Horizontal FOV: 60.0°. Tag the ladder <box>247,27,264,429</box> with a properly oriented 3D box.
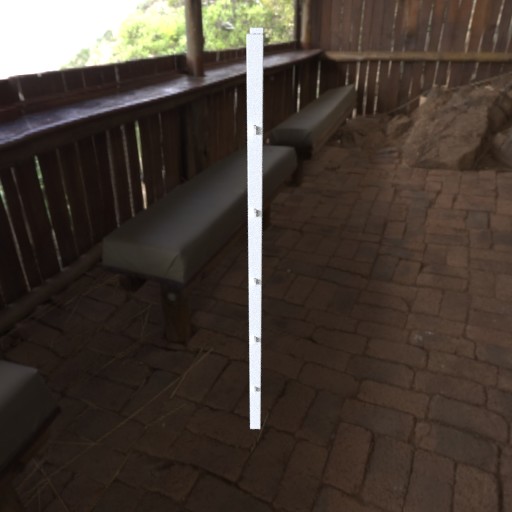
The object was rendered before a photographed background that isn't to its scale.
[{"bbox_3d":[0.000,0.000,1.978,0.051,1.797,0.452,0,30,1],"label":"ladder"}]
